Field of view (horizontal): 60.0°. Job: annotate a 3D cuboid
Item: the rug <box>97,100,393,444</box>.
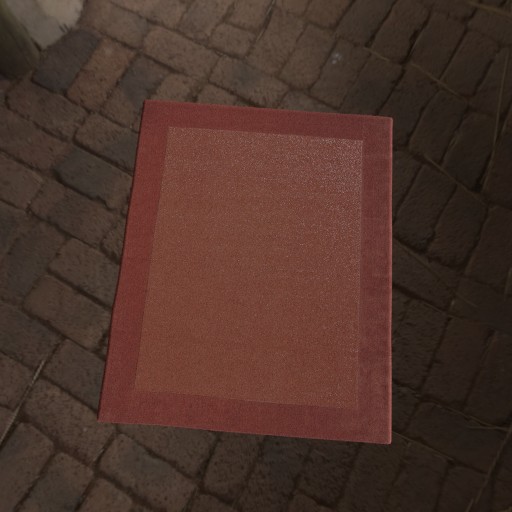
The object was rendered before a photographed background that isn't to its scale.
[{"bbox_3d":[0.000,0.000,3.965,2.430,0.018,2.976,4,76,1],"label":"rug"}]
